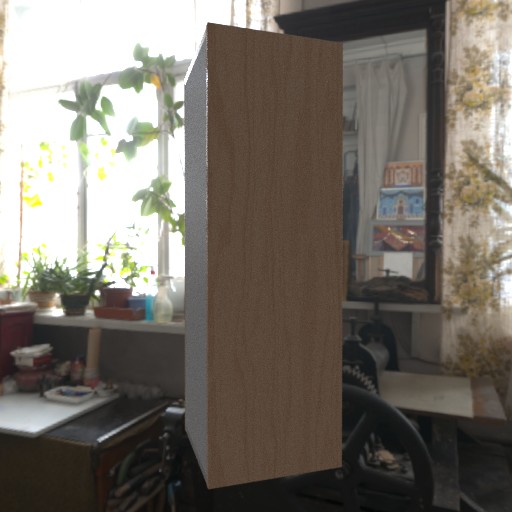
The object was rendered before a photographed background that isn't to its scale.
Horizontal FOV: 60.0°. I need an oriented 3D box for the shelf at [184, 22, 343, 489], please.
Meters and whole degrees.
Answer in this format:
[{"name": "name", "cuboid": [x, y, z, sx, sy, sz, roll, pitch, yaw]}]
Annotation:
[{"name": "shelf", "cuboid": [0.000, 0.000, 1.039, 0.290, 0.900, 0.300, 0, 1, -18]}]
